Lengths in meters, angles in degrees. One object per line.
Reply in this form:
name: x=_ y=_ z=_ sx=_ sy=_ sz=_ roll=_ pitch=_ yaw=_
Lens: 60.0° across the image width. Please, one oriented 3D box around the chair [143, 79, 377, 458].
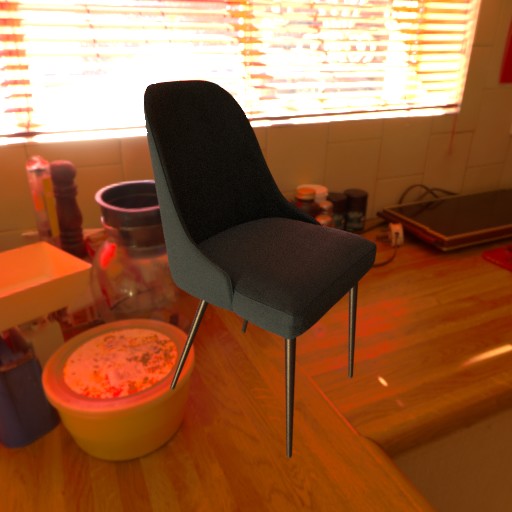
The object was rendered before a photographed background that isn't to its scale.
chair: x=0.000 y=0.000 z=1.245 sx=0.559 sy=0.896 sz=0.478 roll=17 pitch=30 yaw=32
